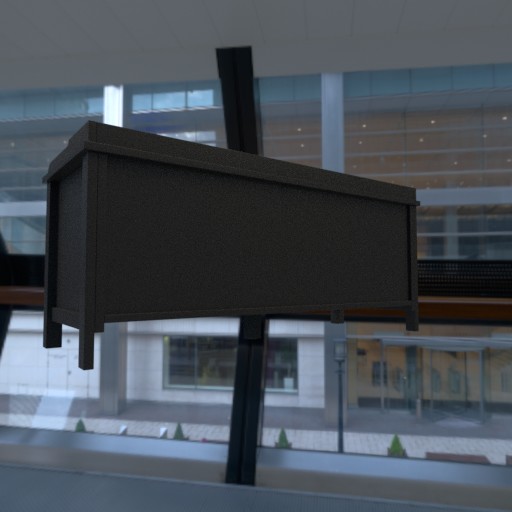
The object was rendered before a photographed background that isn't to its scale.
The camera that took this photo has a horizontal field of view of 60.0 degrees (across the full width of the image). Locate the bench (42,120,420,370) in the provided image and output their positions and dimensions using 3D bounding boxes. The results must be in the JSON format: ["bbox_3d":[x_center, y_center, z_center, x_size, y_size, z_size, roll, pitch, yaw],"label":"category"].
[{"bbox_3d":[0.000,0.000,1.364,1.140,0.501,0.398,2,-4,-37],"label":"bench"}]
